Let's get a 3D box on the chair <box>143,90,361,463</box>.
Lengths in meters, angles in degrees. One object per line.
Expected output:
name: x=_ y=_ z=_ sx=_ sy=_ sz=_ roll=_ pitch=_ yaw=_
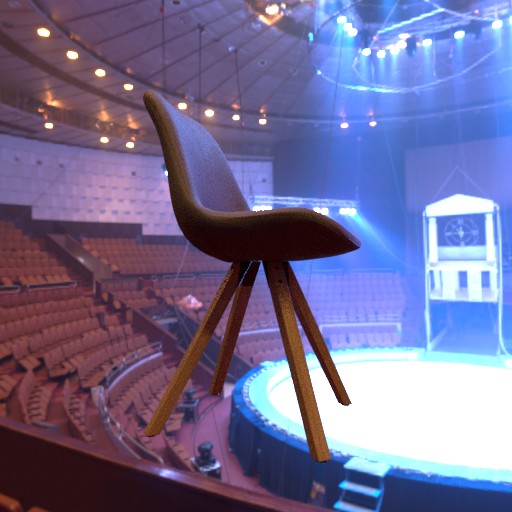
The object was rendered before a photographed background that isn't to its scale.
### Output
chair: x=0.000 y=0.000 z=1.188 sx=0.547 sy=0.865 sz=0.483 roll=-1 pitch=-2 yaw=18
